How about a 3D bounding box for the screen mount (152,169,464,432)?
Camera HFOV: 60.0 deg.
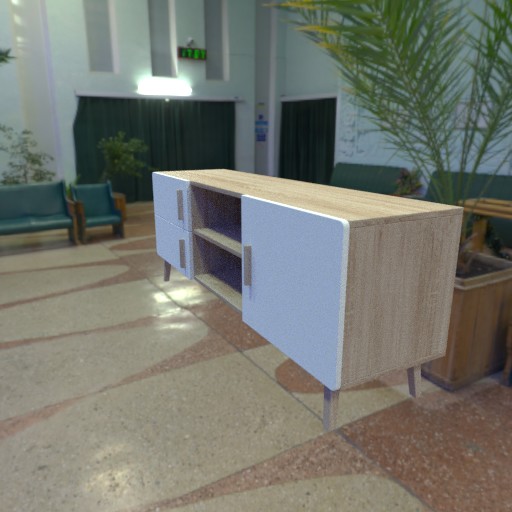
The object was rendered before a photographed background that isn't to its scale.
[{"bbox_3d":[0.000,0.000,1.772,0.420,0.570,1.500,-8,17,-28],"label":"screen mount"}]
